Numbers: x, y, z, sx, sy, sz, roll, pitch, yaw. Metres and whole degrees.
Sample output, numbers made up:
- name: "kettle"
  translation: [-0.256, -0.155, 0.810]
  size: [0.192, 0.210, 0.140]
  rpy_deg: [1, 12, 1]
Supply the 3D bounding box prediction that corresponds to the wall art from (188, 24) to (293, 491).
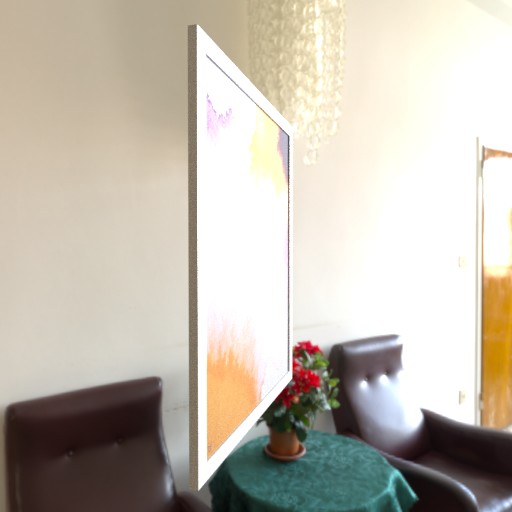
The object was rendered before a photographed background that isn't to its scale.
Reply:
- name: "wall art"
  translation: [0.000, 0.000, 0.758]
  size: [0.012, 0.557, 0.482]
  rpy_deg: [0, 1, 18]
